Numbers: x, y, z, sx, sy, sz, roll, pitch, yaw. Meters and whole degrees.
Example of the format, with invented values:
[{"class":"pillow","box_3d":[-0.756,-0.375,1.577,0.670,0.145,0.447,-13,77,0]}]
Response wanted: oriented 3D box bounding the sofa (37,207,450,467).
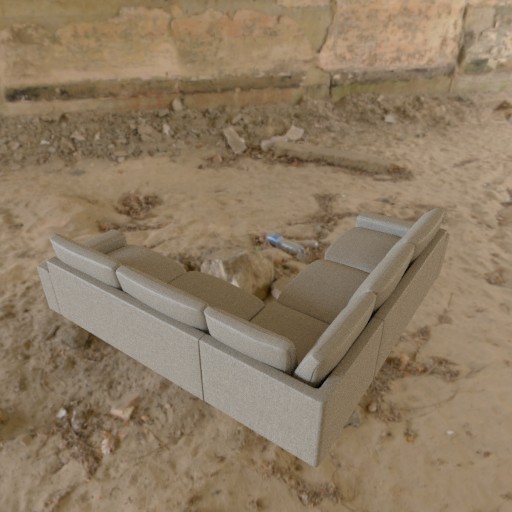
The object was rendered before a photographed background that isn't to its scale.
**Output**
[{"class":"sofa","box_3d":[0.000,0.000,4.060,2.742,0.800,2.622,20,37,29]}]
